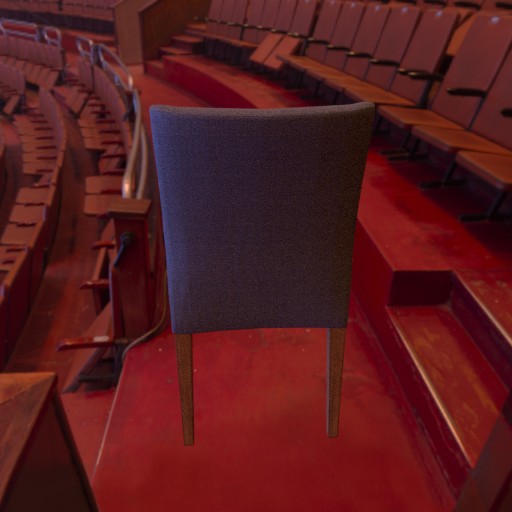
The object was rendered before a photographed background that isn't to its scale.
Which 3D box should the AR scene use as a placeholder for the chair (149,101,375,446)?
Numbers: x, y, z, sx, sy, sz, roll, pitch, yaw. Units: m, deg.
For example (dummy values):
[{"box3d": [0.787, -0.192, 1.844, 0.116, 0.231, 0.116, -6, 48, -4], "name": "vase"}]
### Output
[{"box3d": [0.000, 0.000, 1.268, 0.496, 0.940, 0.585, -2, 30, -3], "name": "chair"}]
